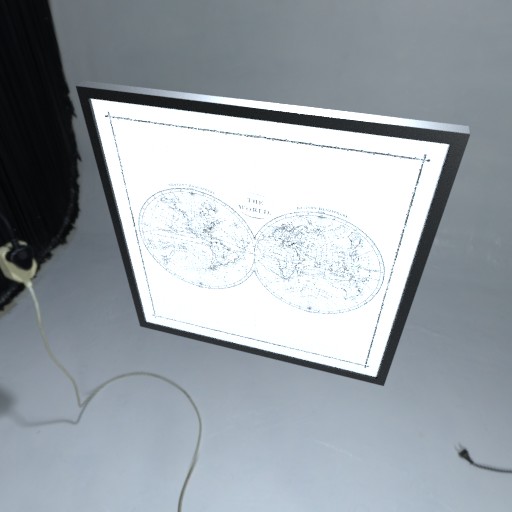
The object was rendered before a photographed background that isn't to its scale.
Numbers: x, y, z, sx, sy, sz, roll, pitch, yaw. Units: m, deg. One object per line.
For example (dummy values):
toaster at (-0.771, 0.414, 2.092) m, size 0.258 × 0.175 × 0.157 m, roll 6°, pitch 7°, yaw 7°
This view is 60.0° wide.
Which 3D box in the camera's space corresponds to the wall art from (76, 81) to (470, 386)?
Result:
wall art at (0.000, 0.000, 1.106) m, size 0.773 × 0.775 × 0.031 m, roll 11°, pitch 43°, yaw 12°
